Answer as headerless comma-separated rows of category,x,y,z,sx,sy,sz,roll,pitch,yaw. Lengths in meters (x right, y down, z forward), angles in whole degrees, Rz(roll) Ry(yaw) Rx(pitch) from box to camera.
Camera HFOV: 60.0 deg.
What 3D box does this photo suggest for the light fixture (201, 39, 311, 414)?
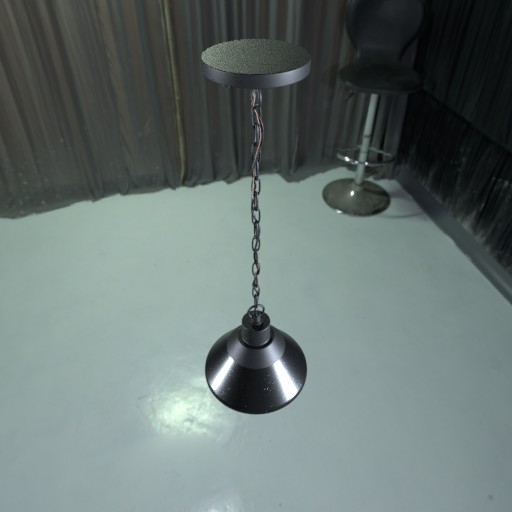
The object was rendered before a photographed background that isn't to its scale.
light fixture,0.000,0.000,0.680,0.201,0.588,0.201,-13,43,-14
